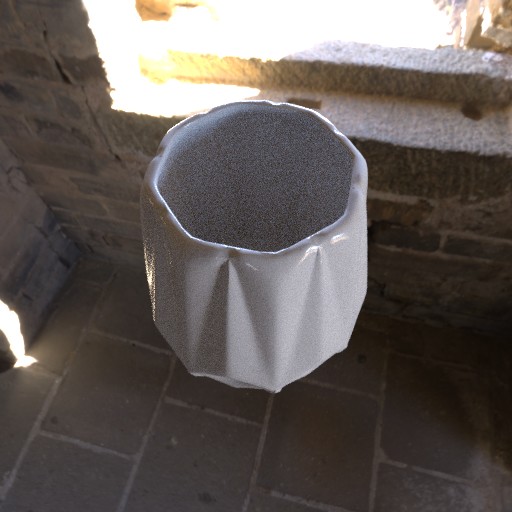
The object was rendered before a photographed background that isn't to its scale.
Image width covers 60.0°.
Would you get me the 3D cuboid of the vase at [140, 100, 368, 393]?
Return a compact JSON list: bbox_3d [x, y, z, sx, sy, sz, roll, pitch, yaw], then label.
[{"bbox_3d":[0.000,0.000,0.269,0.141,0.152,0.141,0,58,0],"label":"vase"}]
